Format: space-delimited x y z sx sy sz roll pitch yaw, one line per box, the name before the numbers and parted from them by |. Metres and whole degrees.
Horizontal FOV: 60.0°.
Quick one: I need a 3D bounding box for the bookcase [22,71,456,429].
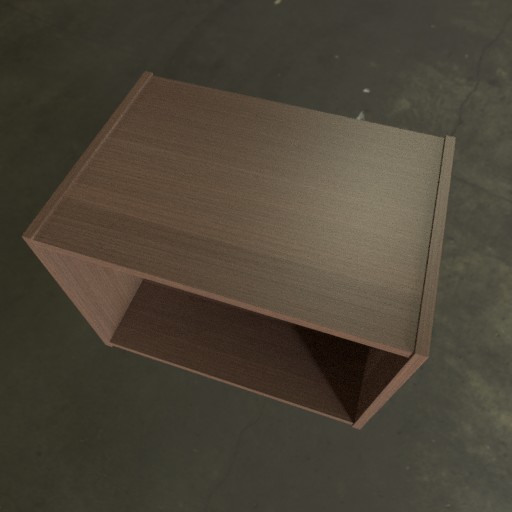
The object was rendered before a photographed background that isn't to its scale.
bookcase | 0.000 0.000 0.625 0.415 0.305 0.290 16 59 10
